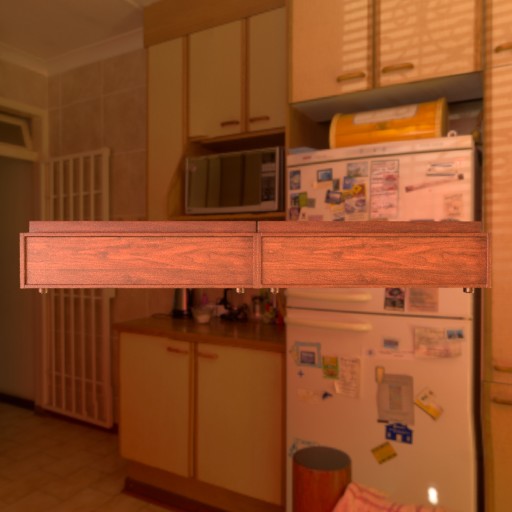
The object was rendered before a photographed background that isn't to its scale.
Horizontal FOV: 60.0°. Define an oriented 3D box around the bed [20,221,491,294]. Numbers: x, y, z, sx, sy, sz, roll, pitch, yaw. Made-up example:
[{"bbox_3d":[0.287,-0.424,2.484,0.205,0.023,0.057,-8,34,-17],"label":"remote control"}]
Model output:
[{"bbox_3d":[0.000,0.000,2.329,2.057,0.326,0.787,0,1,-1],"label":"bed"}]
